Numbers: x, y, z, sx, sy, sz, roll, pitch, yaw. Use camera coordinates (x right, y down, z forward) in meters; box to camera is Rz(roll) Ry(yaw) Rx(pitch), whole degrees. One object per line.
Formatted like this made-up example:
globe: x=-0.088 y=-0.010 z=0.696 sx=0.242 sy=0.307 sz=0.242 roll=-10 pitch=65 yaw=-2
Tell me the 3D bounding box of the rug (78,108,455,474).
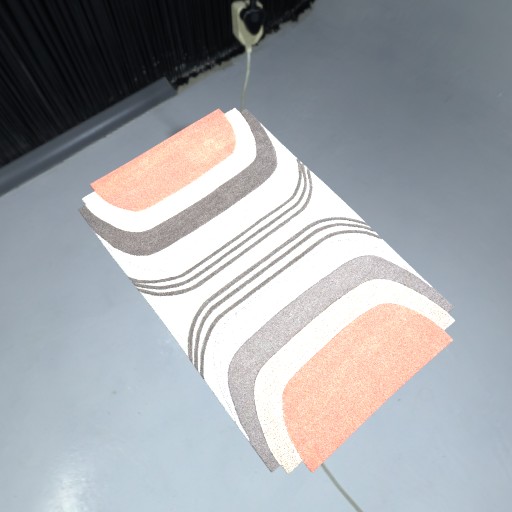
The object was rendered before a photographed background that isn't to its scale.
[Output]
rug: x=0.000 y=0.000 z=3.005 sx=1.530 sy=0.017 sz=2.446 roll=-36 pitch=69 yaw=-16
